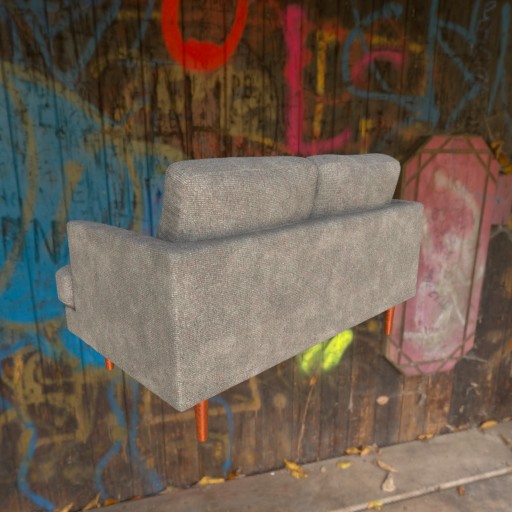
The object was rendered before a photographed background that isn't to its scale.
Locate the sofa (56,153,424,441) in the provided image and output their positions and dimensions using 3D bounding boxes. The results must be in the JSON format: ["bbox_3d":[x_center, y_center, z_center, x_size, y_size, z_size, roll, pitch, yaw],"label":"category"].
[{"bbox_3d":[0.000,0.000,2.124,1.582,0.956,0.903,-14,20,-42],"label":"sofa"}]
